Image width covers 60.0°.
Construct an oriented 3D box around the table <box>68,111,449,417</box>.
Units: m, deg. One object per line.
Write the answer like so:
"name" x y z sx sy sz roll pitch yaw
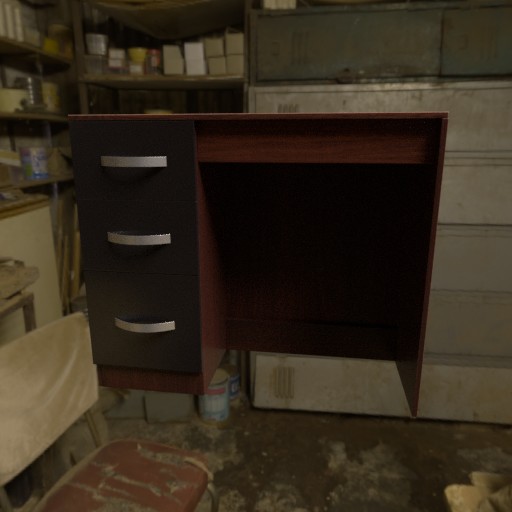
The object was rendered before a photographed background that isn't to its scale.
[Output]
"table" 0.000 0.000 1.315 0.930 0.790 0.380 2 15 8
